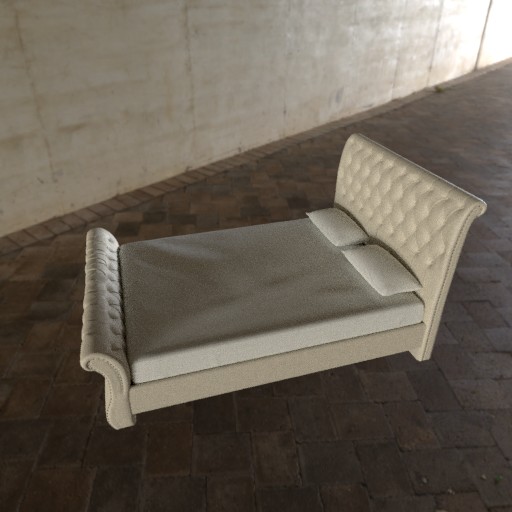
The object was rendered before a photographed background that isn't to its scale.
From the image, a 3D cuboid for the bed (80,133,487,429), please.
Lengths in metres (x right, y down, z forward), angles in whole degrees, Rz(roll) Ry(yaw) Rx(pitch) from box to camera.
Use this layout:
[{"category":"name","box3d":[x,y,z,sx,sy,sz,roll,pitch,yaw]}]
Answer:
[{"category":"bed","box3d":[0.000,0.000,3.368,2.493,1.268,1.606,-9,32,-14]}]
